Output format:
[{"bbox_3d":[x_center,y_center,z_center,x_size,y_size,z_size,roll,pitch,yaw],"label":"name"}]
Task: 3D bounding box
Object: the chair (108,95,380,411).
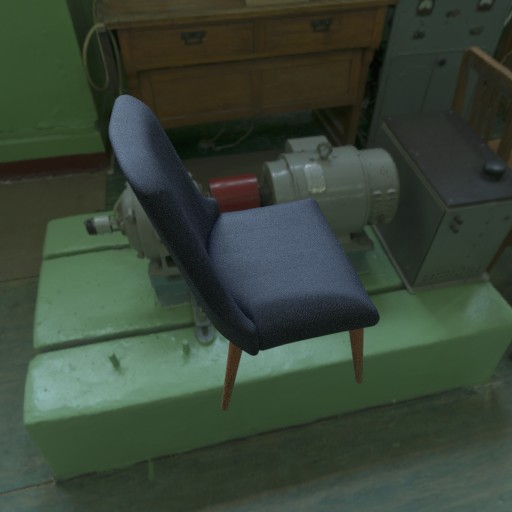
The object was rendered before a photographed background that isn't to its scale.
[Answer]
[{"bbox_3d":[0.000,0.000,1.163,0.567,0.820,0.504,-10,47,-10],"label":"chair"}]
